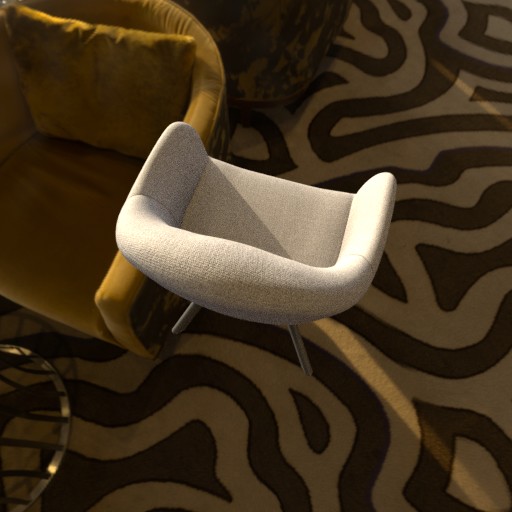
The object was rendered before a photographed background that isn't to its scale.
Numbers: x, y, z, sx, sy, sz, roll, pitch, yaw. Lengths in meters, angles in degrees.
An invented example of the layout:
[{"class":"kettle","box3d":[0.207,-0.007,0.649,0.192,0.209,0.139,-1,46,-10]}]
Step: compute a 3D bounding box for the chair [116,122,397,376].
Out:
[{"class":"chair","box3d":[0.000,0.000,1.197,0.590,0.795,0.550,16,65,7]}]
